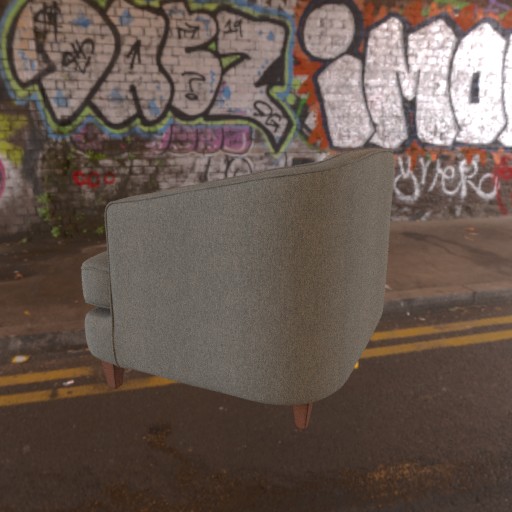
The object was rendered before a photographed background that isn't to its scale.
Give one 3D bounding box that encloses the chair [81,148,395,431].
[{"bbox_3d":[0.000,0.000,1.791,0.945,0.852,1.094,8,17,25],"label":"chair"}]
